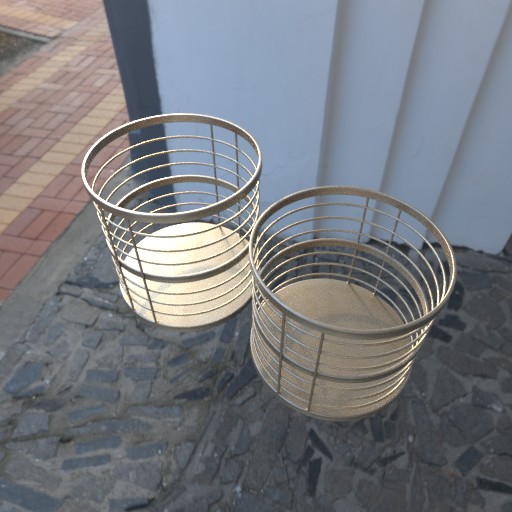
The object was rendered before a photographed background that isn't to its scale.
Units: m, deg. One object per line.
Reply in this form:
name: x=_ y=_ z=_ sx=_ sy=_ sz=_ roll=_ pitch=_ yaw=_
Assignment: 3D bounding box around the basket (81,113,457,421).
basket: x=0.000 y=0.000 z=0.939 sx=0.746 sy=0.351 sz=0.356 roll=24 pitch=51 yaw=22
